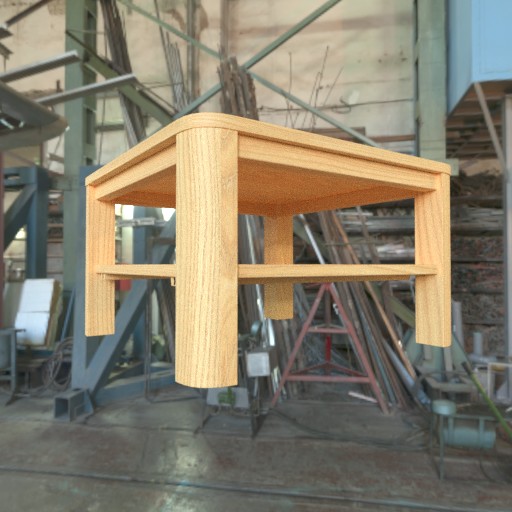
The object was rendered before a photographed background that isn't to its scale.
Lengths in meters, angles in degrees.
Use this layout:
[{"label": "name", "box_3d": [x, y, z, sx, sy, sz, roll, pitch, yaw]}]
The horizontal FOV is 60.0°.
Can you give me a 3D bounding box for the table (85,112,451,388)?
[{"label": "table", "box_3d": [0.000, 0.000, 1.217, 0.750, 0.450, 0.750, 1, -1, -35]}]
